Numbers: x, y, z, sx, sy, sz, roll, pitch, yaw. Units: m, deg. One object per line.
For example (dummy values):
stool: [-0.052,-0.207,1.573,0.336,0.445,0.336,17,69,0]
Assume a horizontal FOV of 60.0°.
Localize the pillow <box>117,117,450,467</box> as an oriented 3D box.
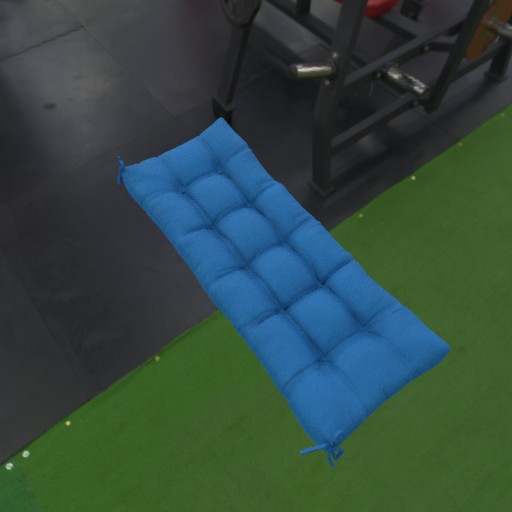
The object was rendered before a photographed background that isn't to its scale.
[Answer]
pillow: [0.000,0.000,1.385,0.511,0.174,1.194,-32,64,-18]
